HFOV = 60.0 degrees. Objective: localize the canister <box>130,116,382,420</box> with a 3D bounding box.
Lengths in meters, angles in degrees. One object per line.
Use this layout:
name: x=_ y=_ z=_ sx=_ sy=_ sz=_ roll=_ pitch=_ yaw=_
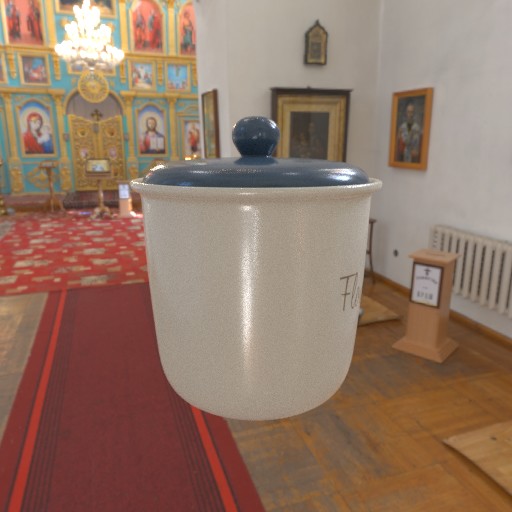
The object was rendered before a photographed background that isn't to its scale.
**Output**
canister: x=0.000 y=0.000 z=0.344 sx=0.182 sy=0.208 sz=0.182 roll=0 pitch=13 yaw=0
